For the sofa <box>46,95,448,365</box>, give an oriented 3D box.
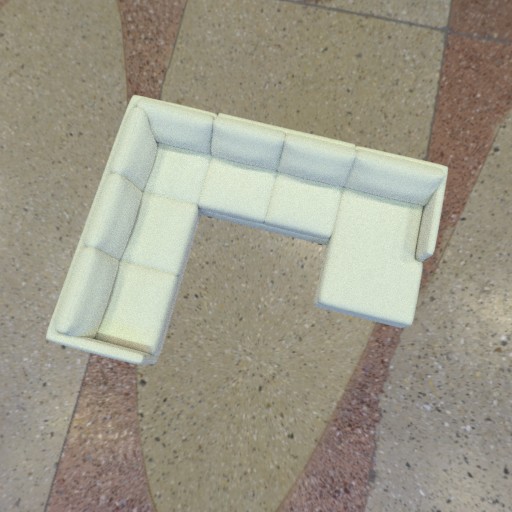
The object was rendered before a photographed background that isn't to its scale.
[{"bbox_3d":[0.000,0.000,4.352,3.238,0.853,2.551,14,77,3],"label":"sofa"}]
